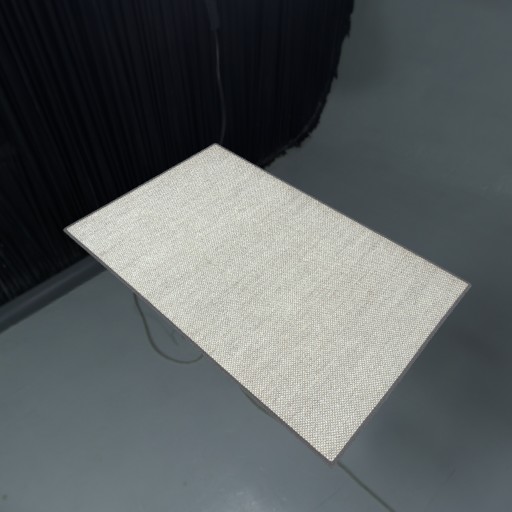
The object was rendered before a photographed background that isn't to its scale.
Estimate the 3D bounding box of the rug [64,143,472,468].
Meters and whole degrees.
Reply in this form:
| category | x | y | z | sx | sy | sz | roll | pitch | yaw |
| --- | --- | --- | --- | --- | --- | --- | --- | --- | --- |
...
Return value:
| category | x | y | z | sx | sy | sz | roll | pitch | yaw |
| --- | --- | --- | --- | --- | --- | --- | --- | --- | --- |
| rug | 0.000 | 0.000 | 2.115 | 1.676 | 0.013 | 1.067 | 34 | 56 | 28 |
